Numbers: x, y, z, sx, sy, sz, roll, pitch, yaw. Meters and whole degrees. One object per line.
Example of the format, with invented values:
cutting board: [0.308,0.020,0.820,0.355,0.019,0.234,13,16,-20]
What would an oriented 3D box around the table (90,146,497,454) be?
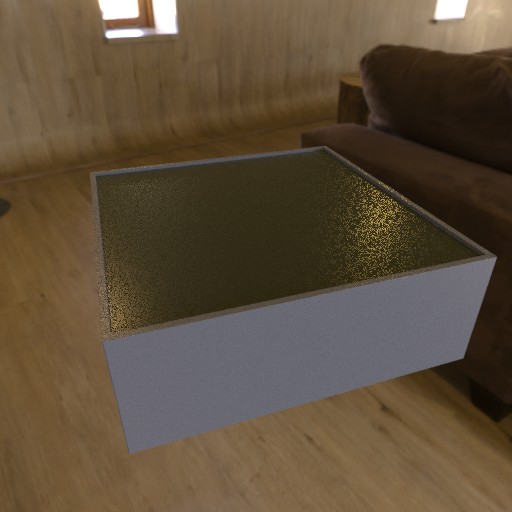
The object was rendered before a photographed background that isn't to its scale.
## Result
table: [0.000,0.000,1.225,0.801,0.299,0.801,-10,33,-16]
